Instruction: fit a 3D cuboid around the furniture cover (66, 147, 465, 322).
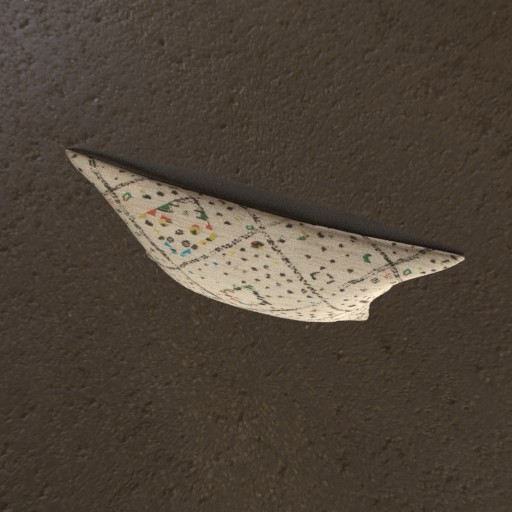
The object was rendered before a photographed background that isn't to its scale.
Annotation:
[{"bbox_3d":[0.000,0.000,0.784,0.525,0.498,0.180,16,75,4],"label":"furniture cover"}]
